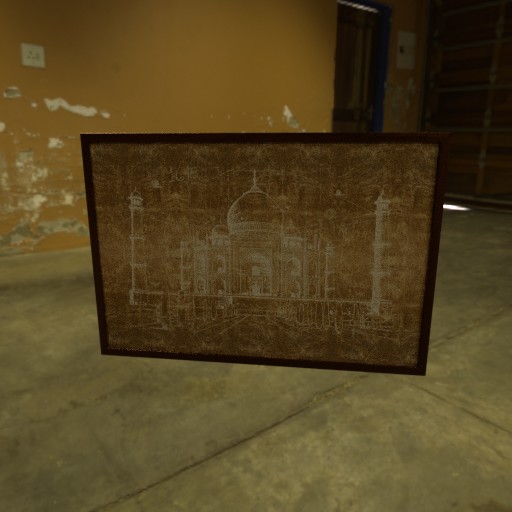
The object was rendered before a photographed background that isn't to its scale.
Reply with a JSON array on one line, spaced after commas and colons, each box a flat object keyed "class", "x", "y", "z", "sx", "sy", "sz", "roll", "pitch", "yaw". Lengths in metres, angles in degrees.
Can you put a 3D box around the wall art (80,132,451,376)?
[{"class": "wall art", "x": 0.000, "y": 0.000, "z": 1.044, "sx": 0.816, "sy": 0.559, "sz": 0.014, "roll": 2, "pitch": 15, "yaw": 7}]
